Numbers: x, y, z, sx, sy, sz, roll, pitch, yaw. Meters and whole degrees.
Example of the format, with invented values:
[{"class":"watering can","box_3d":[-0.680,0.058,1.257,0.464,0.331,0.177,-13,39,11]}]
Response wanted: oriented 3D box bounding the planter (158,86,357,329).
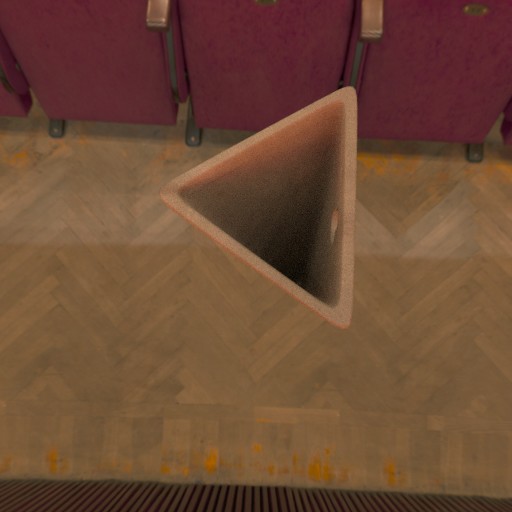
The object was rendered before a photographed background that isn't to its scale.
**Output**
[{"class":"planter","box_3d":[0.000,0.000,0.284,0.081,0.224,0.101,4,77,1]}]
